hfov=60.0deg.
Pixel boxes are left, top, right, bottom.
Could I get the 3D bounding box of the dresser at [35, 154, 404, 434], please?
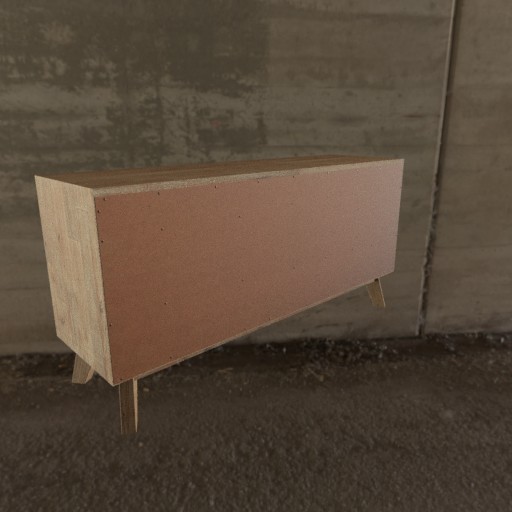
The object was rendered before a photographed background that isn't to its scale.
[{"bbox_3d":[0.000,0.000,1.958,1.602,0.788,0.455,-15,22,-41],"label":"dresser"}]
